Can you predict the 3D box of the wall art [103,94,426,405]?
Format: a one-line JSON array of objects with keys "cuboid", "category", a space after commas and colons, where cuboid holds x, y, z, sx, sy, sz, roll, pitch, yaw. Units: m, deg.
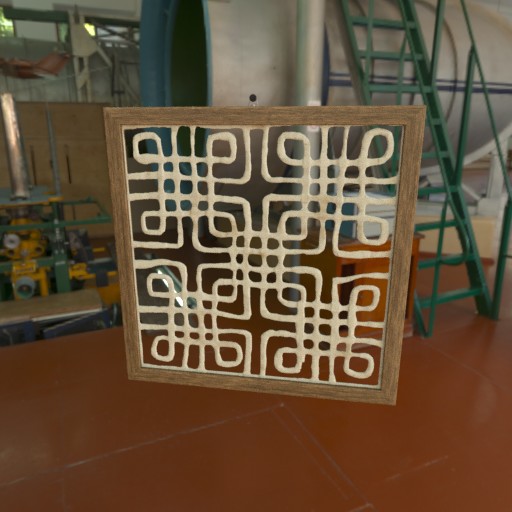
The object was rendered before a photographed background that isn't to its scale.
[{"cuboid": [0.000, 0.000, 0.845, 0.561, 0.582, 0.021, 3, 17, 9], "category": "wall art"}]
